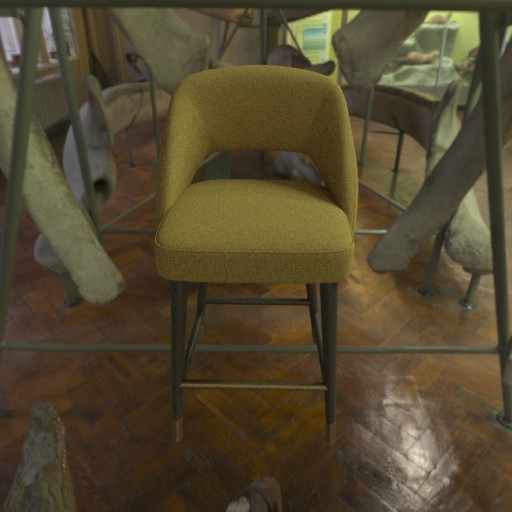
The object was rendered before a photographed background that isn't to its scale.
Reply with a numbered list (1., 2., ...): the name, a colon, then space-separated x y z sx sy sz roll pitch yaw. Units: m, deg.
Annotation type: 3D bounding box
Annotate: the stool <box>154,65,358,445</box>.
1. stool: 0.000 0.000 1.250 0.536 0.939 0.522 1 30 1
